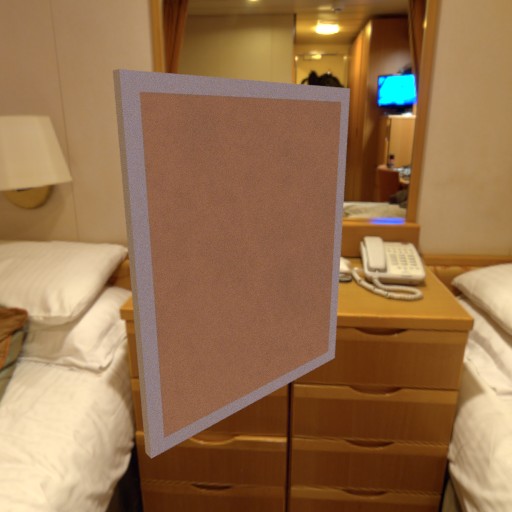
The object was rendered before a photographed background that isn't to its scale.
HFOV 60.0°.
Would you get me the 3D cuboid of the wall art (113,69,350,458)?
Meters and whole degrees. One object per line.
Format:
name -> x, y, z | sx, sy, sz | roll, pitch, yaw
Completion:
wall art -> 0.000, 0.000, 1.103 | 0.661, 0.811, 0.026 | -15, 22, -40
